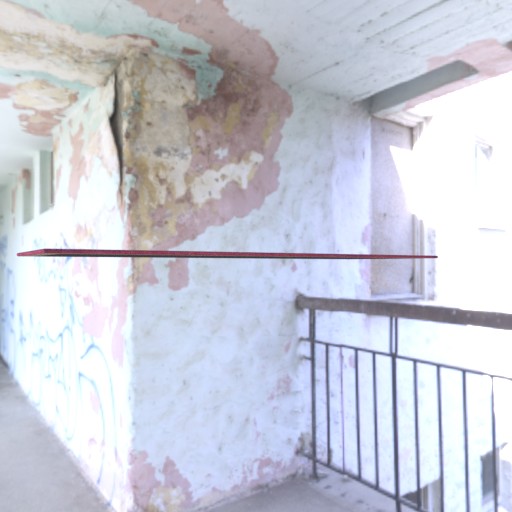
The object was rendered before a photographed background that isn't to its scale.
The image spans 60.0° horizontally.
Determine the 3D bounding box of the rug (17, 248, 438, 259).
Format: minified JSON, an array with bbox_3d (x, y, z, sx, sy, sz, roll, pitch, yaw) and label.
[{"bbox_3d":[0.000,0.000,2.641,2.439,0.018,0.813,1,-1,-35],"label":"rug"}]
